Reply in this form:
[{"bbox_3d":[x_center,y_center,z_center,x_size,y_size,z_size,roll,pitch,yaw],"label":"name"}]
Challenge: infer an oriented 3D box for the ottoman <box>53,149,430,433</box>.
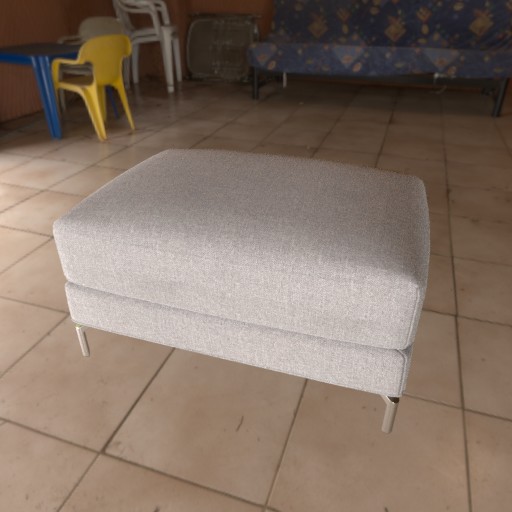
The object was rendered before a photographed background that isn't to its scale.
[{"bbox_3d":[0.000,0.000,1.197,0.838,0.457,0.584,9,33,15],"label":"ottoman"}]
